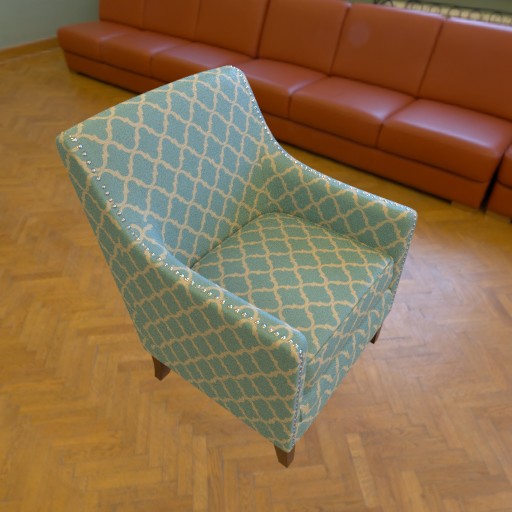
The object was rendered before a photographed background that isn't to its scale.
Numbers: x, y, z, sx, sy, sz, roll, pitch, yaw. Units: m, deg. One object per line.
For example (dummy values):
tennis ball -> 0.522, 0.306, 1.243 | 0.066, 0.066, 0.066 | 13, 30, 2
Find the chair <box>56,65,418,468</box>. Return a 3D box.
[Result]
chair -> 0.000, 0.000, 1.272 | 0.686, 0.817, 0.617 | 26, 47, 27
